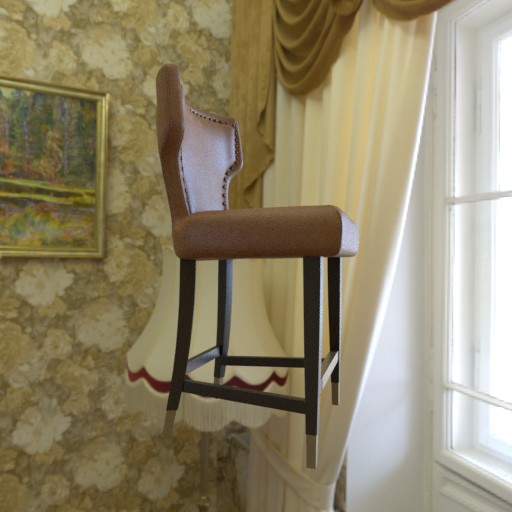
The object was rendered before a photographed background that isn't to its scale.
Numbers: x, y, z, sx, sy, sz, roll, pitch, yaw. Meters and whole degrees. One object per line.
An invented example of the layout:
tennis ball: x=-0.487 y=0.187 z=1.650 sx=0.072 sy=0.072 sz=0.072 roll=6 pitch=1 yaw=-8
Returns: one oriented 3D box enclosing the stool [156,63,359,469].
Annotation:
stool: x=0.000 y=0.000 z=1.310 sx=0.563 sy=0.982 sz=0.526 roll=0 pitch=0 yaw=17
